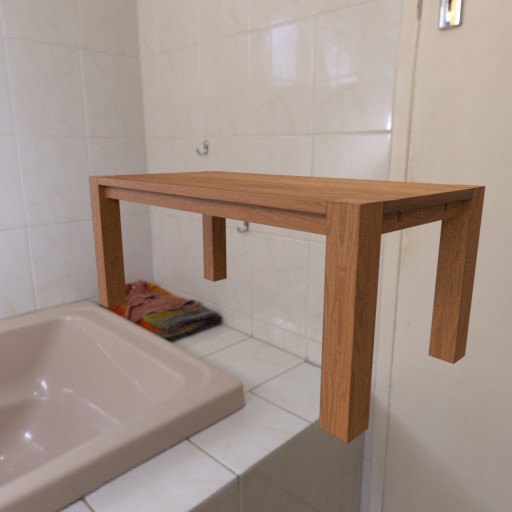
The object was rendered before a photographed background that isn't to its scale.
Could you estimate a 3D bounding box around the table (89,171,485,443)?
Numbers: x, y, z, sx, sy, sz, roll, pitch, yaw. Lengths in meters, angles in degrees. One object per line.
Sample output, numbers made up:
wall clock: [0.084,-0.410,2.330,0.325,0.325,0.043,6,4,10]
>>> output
table: [0.000,0.000,2.249,0.900,0.760,1.800,-12,18,-42]
